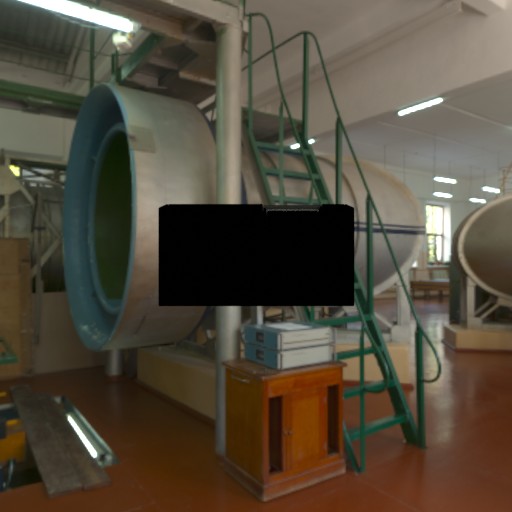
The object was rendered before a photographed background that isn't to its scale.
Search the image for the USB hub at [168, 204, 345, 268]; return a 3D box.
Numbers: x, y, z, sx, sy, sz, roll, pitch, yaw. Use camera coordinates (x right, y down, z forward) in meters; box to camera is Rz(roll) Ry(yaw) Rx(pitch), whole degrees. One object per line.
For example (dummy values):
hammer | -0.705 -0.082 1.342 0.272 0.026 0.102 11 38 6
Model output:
USB hub | 0.000 0.000 0.128 0.044 0.023 0.110 0 0 0
